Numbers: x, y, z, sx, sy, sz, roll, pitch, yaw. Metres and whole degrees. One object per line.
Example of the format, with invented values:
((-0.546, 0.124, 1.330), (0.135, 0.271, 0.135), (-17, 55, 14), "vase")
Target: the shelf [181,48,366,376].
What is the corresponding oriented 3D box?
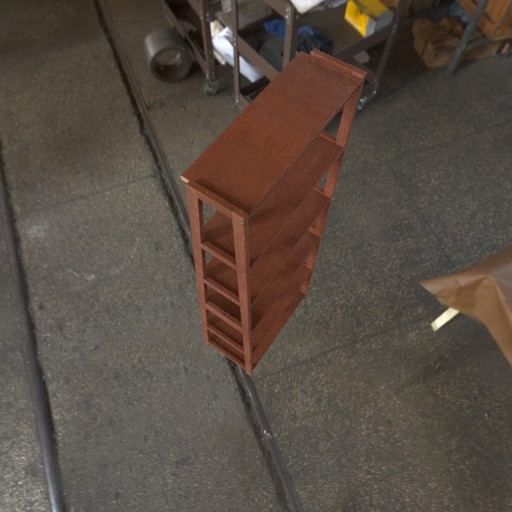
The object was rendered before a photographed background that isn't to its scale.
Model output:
((0.000, 0.000, 2.149), (0.382, 1.892, 0.660), (32, 67, 15), "shelf")
